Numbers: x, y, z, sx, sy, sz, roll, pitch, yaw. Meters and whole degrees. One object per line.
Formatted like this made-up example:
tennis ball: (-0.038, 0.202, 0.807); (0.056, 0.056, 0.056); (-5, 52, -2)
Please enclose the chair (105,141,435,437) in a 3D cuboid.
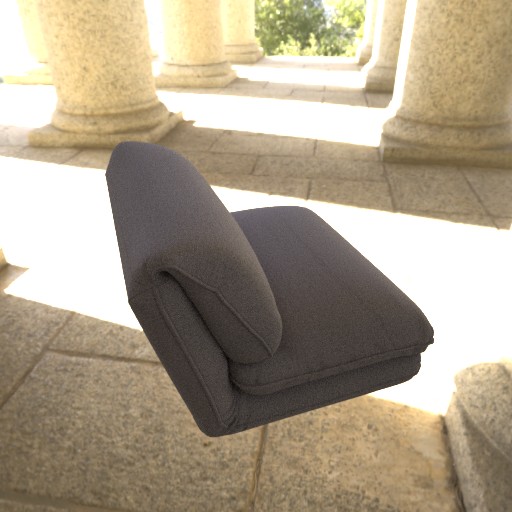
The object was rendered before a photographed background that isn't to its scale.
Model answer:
chair: (0.000, 0.000, 1.345); (0.780, 0.580, 0.820); (-10, 32, -17)
